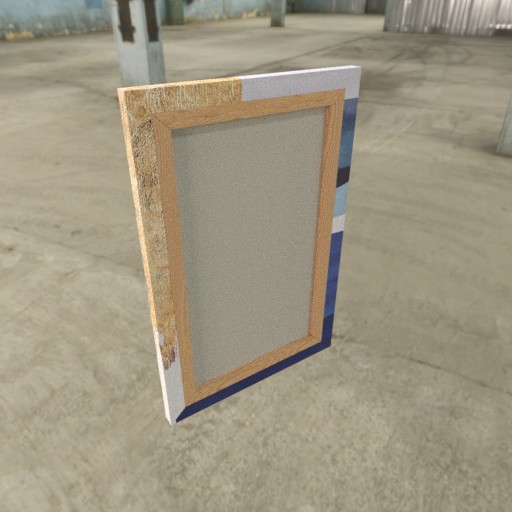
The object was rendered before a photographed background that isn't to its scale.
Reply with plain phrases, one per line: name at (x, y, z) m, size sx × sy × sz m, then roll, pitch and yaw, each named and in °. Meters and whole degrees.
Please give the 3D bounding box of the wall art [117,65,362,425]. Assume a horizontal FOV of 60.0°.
wall art at (0.000, 0.000, 1.201) m, size 0.607 × 0.911 × 0.039 m, roll -19°, pitch 35°, yaw -29°
